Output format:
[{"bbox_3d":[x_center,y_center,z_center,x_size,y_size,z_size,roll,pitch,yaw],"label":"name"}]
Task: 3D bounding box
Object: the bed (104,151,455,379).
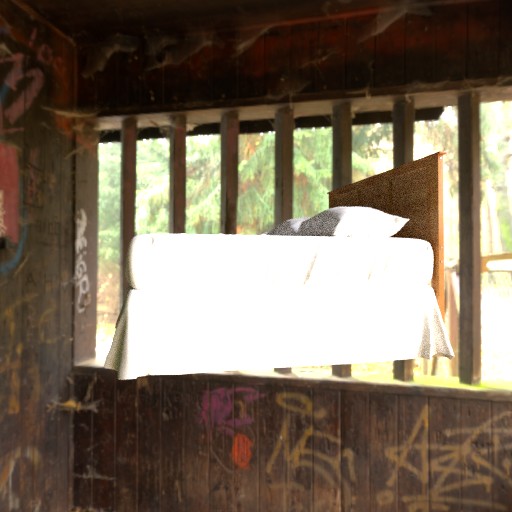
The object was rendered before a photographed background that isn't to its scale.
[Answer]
[{"bbox_3d":[0.000,0.000,3.260,2.035,1.273,1.870,0,-1,-15],"label":"bed"}]
